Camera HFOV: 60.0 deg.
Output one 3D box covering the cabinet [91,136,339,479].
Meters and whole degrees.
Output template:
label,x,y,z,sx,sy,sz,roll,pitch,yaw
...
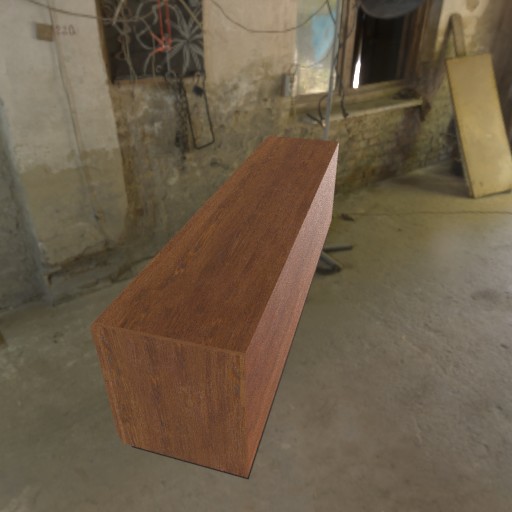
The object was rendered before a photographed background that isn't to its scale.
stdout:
label,x,y,z,sx,sy,sz,roll,pitch,yaw
cabinet,0.000,0.000,1.791,0.419,0.510,1.600,9,32,14
